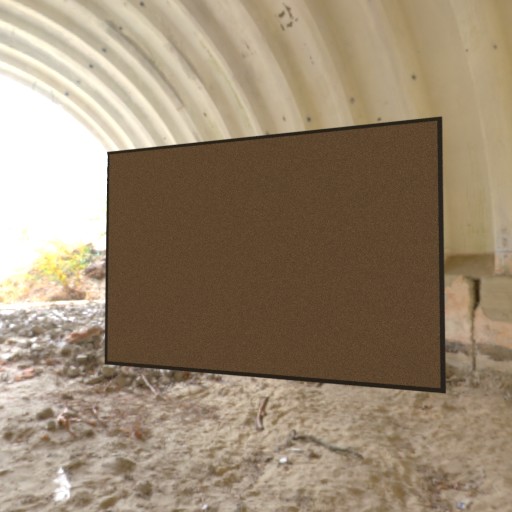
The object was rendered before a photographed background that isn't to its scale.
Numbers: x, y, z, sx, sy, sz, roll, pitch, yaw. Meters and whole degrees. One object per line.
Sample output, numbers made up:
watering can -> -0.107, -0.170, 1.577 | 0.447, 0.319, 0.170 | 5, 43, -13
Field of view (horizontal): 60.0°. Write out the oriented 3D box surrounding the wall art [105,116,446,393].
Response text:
wall art -> 0.000, 0.000, 1.204 | 0.939, 0.640, 0.058 | -1, -2, 19
